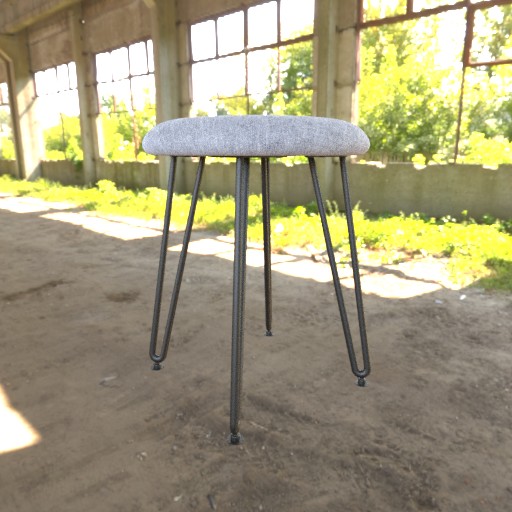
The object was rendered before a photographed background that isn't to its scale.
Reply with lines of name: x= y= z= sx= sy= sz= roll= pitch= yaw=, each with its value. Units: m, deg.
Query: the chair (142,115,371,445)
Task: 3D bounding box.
chair: x=0.000 y=0.000 z=0.655 sx=0.350 sy=0.386 sz=0.350 roll=2 pitch=13 yaw=9
